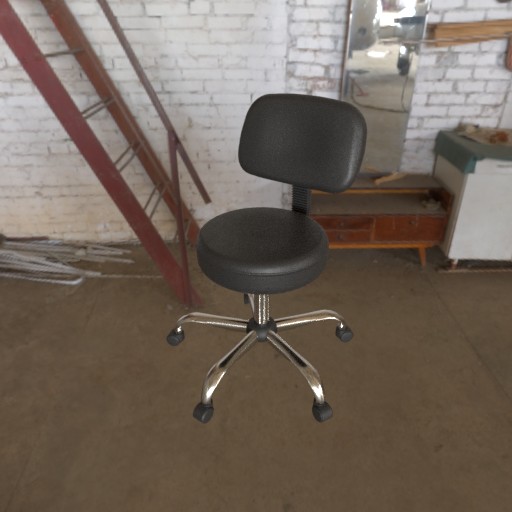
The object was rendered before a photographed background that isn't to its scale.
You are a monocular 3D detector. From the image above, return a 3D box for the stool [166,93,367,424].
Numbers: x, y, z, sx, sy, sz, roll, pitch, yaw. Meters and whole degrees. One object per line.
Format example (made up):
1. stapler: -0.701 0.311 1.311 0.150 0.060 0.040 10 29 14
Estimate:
1. stool: 0.000 0.000 1.359 0.673 0.862 0.648 18 34 28
